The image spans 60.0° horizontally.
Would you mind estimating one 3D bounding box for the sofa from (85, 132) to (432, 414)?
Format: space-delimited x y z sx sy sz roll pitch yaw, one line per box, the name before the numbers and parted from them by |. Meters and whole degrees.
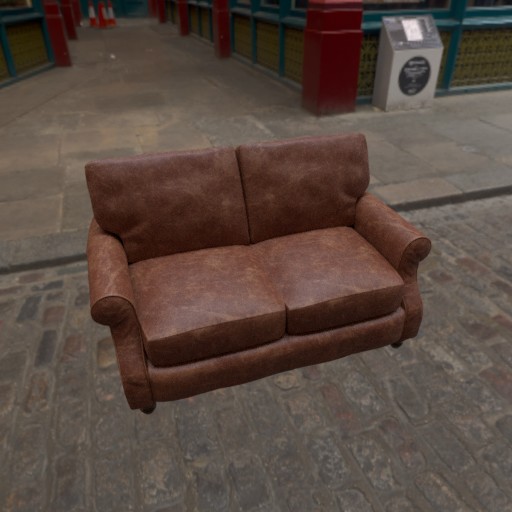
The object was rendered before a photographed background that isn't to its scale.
sofa | 0.000 0.000 2.274 1.616 0.967 0.990 -10 34 -16
